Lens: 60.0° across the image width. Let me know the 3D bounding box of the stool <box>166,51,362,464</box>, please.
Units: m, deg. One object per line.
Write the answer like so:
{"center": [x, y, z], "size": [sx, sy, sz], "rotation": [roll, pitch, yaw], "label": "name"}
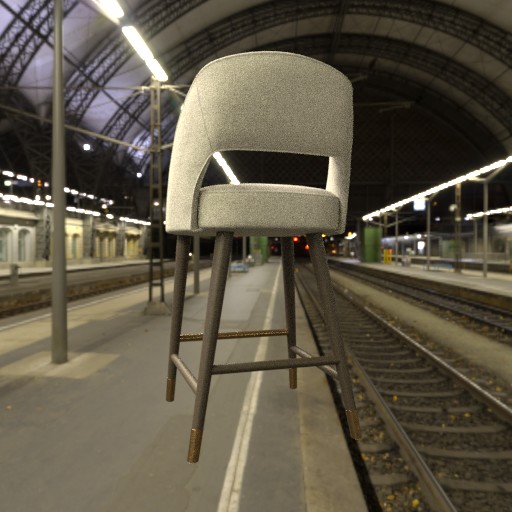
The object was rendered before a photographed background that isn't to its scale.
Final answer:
{"center": [0.000, 0.000, 1.257], "size": [0.494, 0.940, 0.509], "rotation": [0, 1, -18], "label": "stool"}
